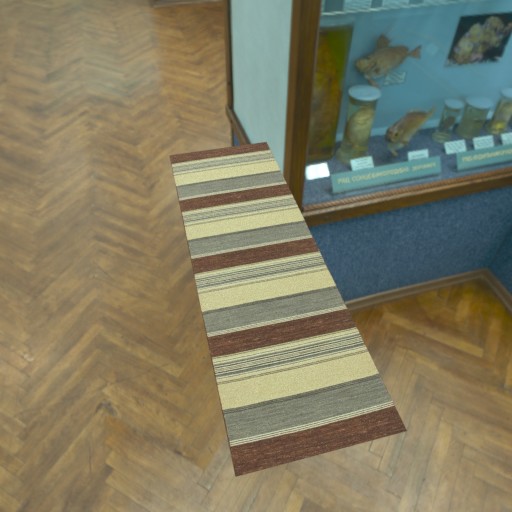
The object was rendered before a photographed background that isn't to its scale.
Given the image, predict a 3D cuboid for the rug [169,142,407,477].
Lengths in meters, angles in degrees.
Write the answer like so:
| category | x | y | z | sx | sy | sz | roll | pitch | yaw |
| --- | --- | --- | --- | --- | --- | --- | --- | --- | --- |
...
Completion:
| category | x | y | z | sx | sy | sz | roll | pitch | yaw |
| --- | --- | --- | --- | --- | --- | --- | --- | --- | --- |
| rug | 0.000 | 0.000 | 2.743 | 0.792 | 0.006 | 2.437 | -10 | 48 | -10 |
